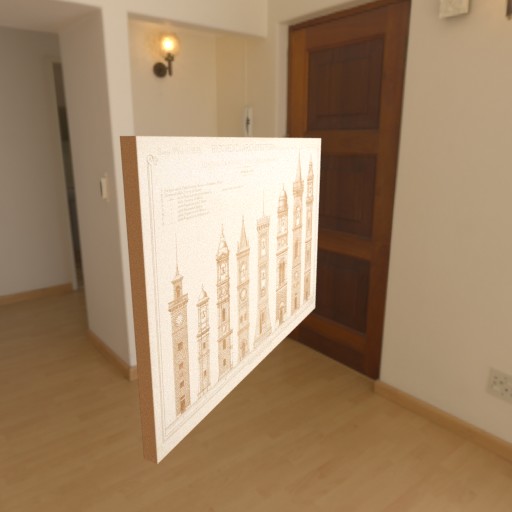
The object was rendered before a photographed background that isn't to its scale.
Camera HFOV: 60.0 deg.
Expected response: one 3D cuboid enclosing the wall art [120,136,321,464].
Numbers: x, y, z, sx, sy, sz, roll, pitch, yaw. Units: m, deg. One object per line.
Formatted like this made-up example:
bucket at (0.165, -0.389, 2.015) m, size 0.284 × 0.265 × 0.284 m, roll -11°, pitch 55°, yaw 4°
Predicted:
wall art at (0.000, 0.000, 1.177) m, size 0.033 × 0.608 × 0.915 m, roll 7°, pitch 16°, yaw 26°
